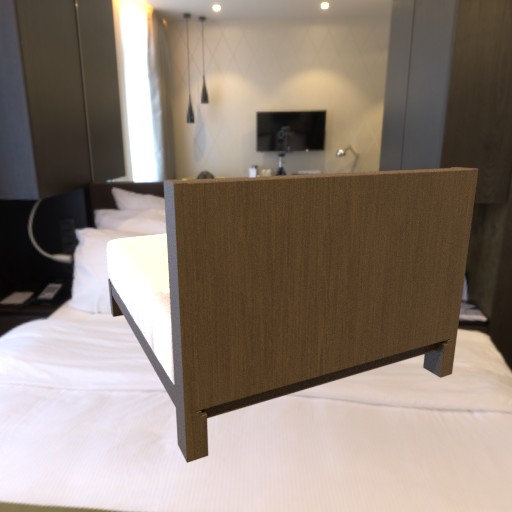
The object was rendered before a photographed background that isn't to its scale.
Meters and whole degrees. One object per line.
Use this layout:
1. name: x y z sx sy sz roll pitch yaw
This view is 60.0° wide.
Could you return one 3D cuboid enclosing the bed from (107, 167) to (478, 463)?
1. bed: 0.000 0.000 3.081 1.735 1.261 1.992 -8 17 -26
